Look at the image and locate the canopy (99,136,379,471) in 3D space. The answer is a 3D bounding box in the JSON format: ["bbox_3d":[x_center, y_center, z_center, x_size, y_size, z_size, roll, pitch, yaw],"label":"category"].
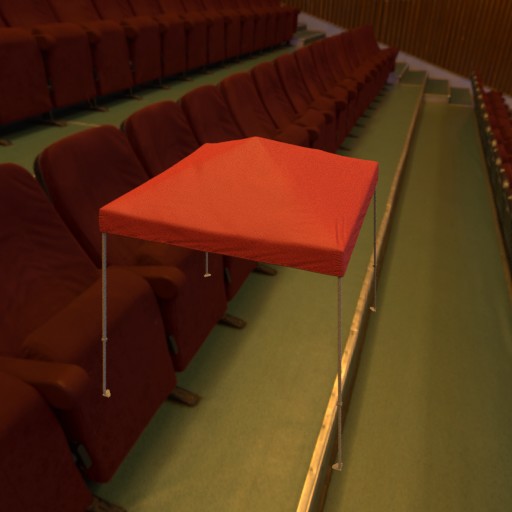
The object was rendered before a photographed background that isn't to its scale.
[{"bbox_3d":[0.000,0.000,6.683,3.599,3.600,3.600,10,32,17],"label":"canopy"}]
